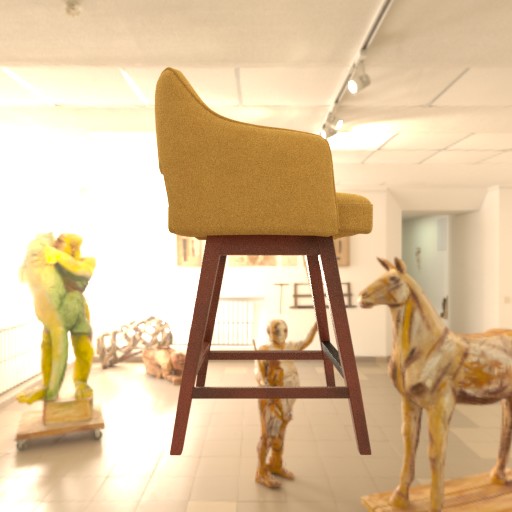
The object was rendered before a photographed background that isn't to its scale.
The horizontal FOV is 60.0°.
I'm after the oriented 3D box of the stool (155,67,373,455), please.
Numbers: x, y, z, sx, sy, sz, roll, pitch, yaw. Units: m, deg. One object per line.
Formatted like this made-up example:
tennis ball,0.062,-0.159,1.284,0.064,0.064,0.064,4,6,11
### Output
stool,0.000,0.000,1.258,0.558,0.924,0.548,0,0,0
